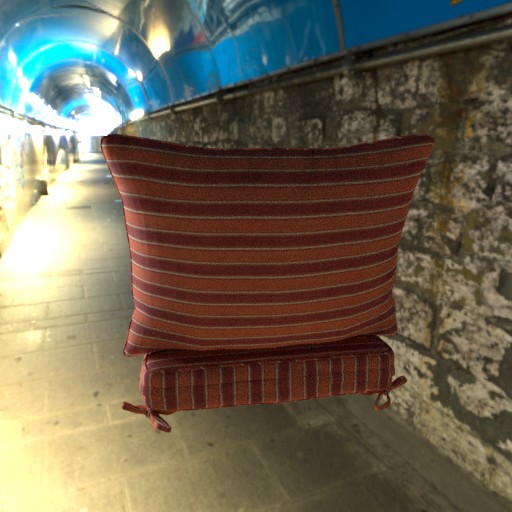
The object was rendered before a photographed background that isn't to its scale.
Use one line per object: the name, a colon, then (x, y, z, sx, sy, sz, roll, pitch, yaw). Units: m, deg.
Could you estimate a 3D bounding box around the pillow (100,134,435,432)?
pillow: (0.000, 0.000, 1.379, 0.799, 0.723, 0.733, -2, 15, -9)
